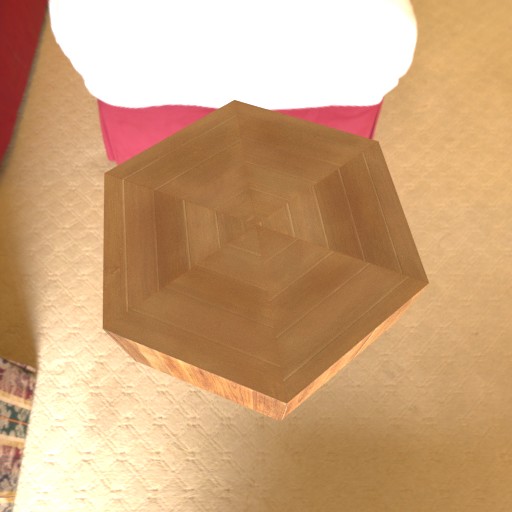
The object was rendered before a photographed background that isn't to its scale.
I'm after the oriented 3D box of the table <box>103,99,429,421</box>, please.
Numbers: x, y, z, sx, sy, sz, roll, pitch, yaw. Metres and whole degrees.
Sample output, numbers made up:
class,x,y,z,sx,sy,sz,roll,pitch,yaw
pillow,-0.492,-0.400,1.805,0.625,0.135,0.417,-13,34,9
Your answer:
class,x,y,z,sx,sy,sz,roll,pitch,yaw
table,0.000,0.000,1.672,1.154,0.456,1.000,-35,68,-17
